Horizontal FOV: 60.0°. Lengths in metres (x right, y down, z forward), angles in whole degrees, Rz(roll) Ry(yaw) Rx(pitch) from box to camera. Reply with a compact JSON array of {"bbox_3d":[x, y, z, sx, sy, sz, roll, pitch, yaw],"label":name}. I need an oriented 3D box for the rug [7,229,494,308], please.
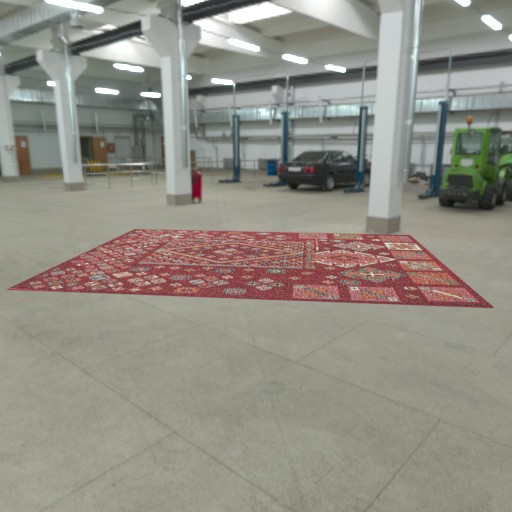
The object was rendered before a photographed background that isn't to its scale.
[{"bbox_3d":[0.000,0.000,2.731,2.184,0.007,1.579,2,14,6],"label":"rug"}]
